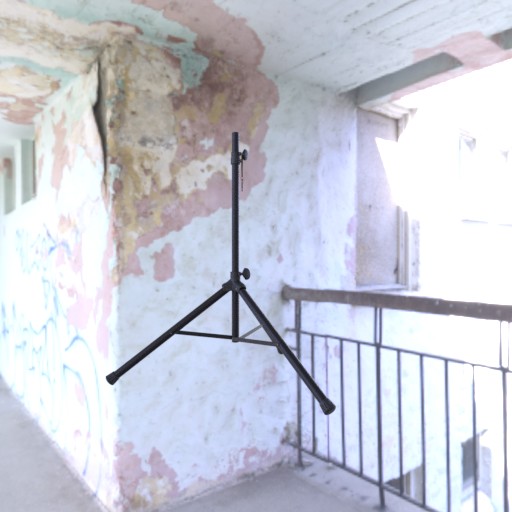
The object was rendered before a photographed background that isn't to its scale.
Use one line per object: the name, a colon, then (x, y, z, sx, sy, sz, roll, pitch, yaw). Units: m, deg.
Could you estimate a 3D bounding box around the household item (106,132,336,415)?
household item: (0.000, 0.000, 1.924, 1.045, 1.136, 0.907, 0, 0, -36)
